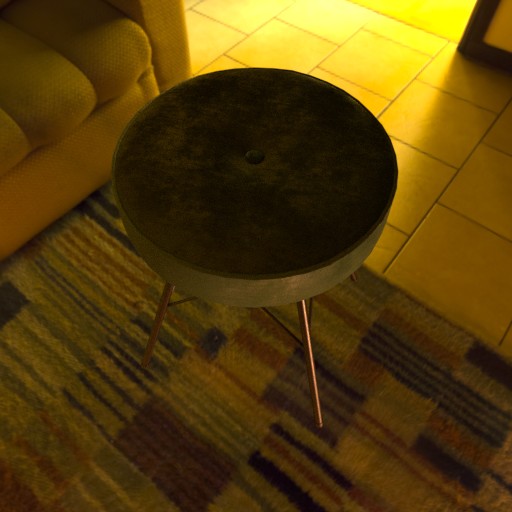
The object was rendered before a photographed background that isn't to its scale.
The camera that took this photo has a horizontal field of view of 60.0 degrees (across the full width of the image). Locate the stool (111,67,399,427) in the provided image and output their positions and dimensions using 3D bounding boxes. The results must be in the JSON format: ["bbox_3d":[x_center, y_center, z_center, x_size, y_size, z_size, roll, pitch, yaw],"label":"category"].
[{"bbox_3d":[0.000,0.000,0.898,0.457,0.595,0.430,16,59,10],"label":"stool"}]
